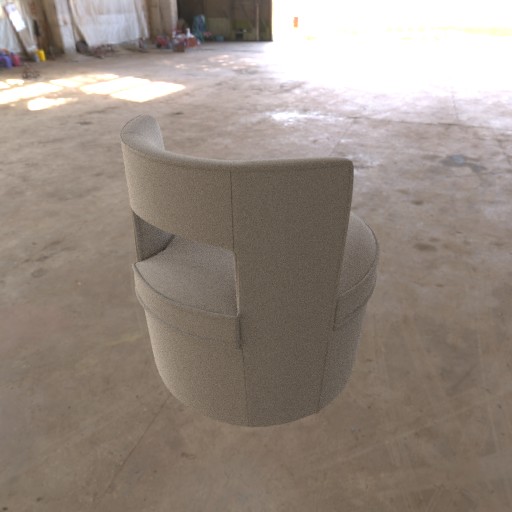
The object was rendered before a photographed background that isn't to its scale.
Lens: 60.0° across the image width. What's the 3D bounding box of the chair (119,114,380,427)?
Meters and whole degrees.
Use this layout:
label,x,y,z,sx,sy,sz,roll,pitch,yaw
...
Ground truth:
label,x,y,z,sx,sy,sz,roll,pitch,yaw
chair,0.000,0.000,1.219,0.650,0.723,0.665,22,37,33
